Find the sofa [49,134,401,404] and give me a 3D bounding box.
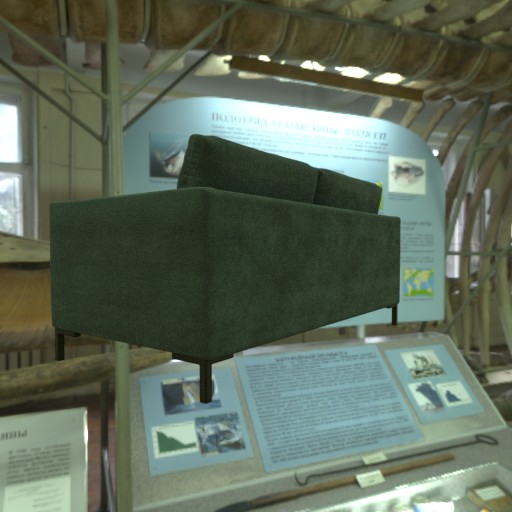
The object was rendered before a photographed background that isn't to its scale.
[{"bbox_3d":[0.000,0.000,2.166,0.875,0.817,1.676,1,2,37],"label":"sofa"}]
